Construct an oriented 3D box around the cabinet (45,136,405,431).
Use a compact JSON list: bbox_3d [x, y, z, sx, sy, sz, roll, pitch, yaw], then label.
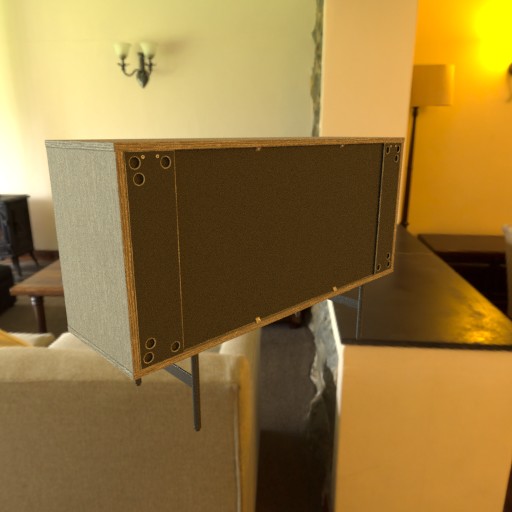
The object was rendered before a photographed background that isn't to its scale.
[{"bbox_3d":[0.000,0.000,1.534,1.194,0.787,0.405,-15,21,-42],"label":"cabinet"}]
